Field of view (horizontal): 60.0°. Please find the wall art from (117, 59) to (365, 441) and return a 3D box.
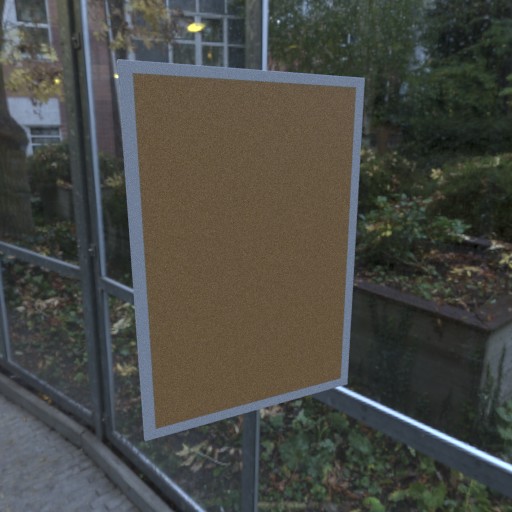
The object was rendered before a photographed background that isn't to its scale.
[{"bbox_3d":[0.000,0.000,1.204,0.659,0.940,0.013,-7,16,-25],"label":"wall art"}]
